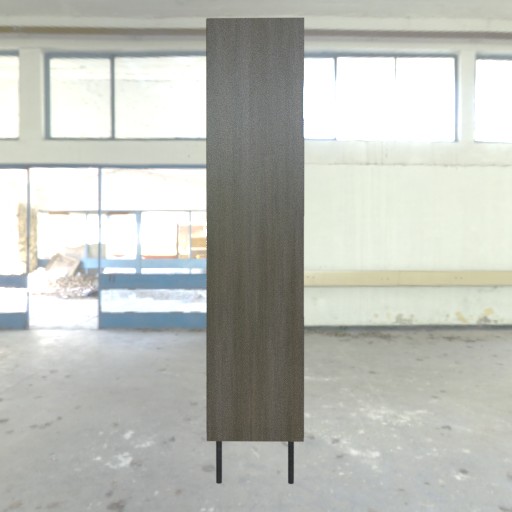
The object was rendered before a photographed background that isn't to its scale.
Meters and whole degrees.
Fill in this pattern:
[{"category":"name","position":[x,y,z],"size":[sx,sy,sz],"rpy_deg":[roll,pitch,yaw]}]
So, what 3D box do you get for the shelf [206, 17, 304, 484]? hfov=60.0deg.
[{"category":"shelf","position":[0.000,0.000,1.774],"size":[0.323,1.545,0.670],"rpy_deg":[0,1,1]}]
